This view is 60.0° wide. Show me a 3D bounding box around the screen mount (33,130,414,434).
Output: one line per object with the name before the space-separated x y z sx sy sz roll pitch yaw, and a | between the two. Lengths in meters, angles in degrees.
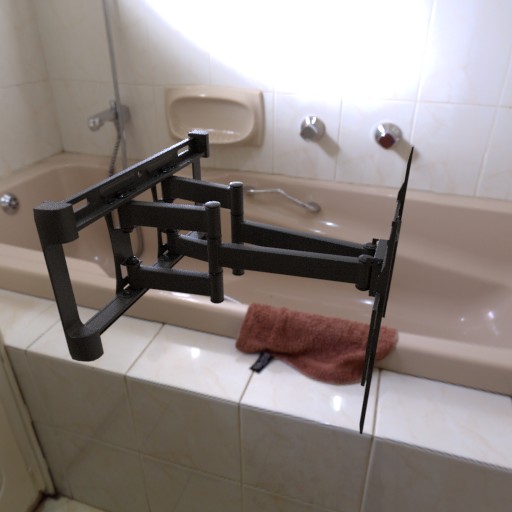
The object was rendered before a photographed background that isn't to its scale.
screen mount | 0.000 0.000 0.938 0.556 0.424 0.571 10 30 18
